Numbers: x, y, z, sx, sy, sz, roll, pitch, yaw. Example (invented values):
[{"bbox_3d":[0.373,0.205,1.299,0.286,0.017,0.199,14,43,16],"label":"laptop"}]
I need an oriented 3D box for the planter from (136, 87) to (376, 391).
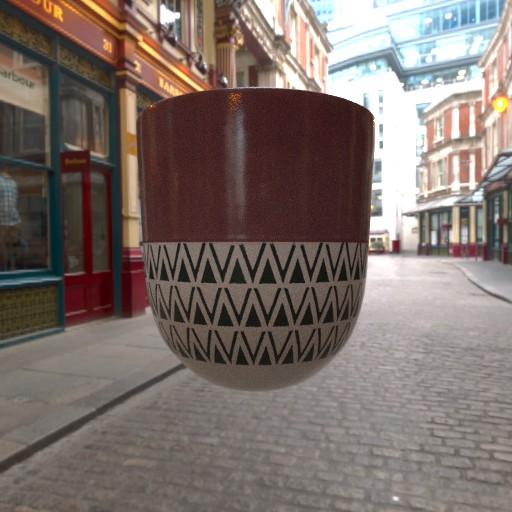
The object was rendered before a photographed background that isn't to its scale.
[{"bbox_3d":[0.000,0.000,0.374,0.195,0.214,0.195,0,1,0],"label":"planter"}]
